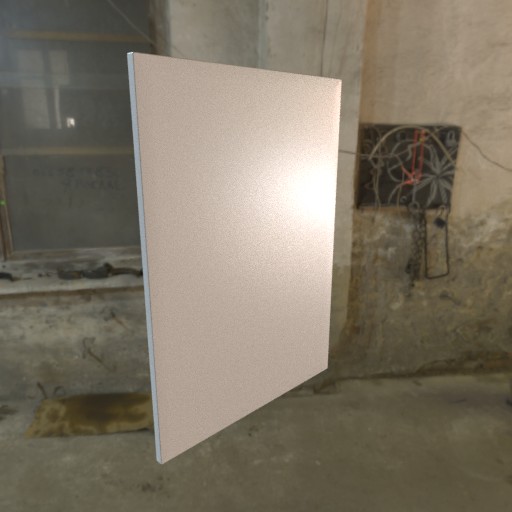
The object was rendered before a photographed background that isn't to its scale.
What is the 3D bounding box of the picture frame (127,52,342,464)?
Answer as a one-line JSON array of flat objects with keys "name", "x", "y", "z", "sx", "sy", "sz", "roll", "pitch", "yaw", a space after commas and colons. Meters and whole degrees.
[{"name": "picture frame", "x": 0.000, "y": 0.000, "z": 0.680, "sx": 0.381, "sy": 0.534, "sz": 0.012, "roll": -15, "pitch": 21, "yaw": -42}]
